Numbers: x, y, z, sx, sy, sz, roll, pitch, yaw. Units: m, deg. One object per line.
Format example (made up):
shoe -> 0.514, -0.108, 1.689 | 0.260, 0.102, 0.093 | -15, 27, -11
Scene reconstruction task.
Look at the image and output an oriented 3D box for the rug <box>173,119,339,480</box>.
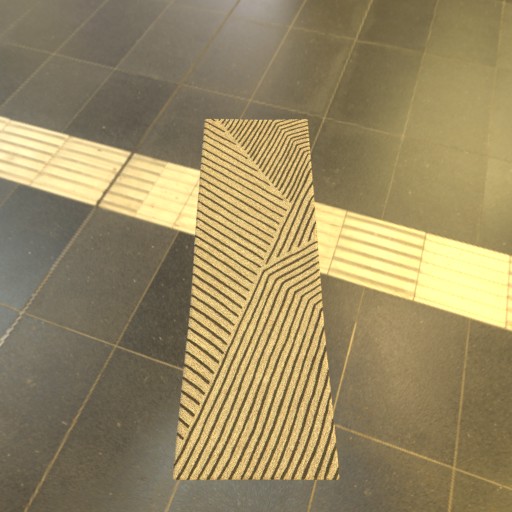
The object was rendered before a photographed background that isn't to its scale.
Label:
rug -> 0.000, 0.000, 2.691 | 0.773, 0.020, 2.439 | 0, 58, 0
